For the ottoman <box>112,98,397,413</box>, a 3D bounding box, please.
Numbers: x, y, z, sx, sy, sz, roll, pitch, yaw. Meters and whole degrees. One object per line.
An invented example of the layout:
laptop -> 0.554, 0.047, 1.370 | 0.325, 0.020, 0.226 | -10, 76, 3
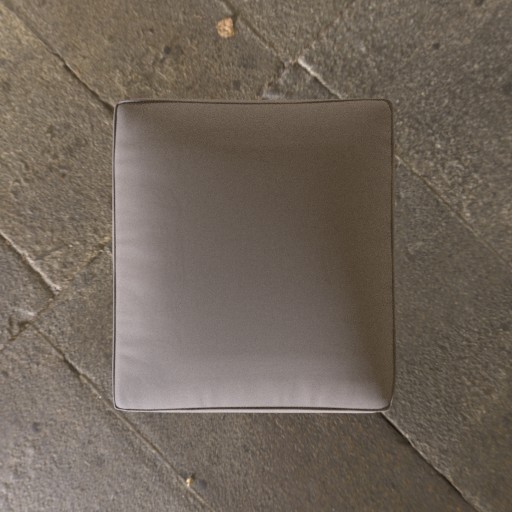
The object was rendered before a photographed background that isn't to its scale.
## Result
ottoman -> 0.000, 0.000, 1.161 | 0.662, 0.505, 0.721 | 0, 89, 0
